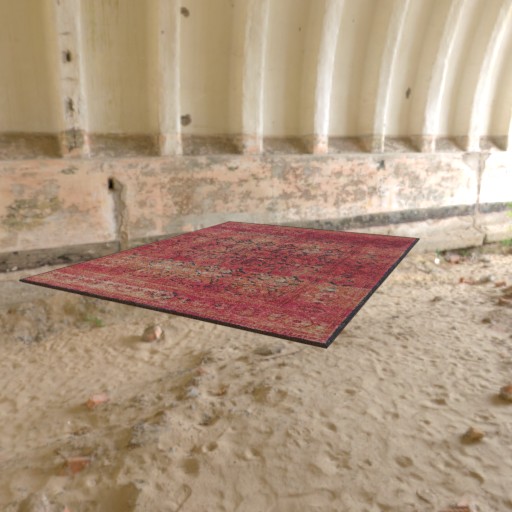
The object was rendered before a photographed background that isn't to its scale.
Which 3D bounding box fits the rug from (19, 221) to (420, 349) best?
[{"bbox_3d":[0.000,0.000,4.045,2.411,0.020,3.032,7,16,27],"label":"rug"}]
